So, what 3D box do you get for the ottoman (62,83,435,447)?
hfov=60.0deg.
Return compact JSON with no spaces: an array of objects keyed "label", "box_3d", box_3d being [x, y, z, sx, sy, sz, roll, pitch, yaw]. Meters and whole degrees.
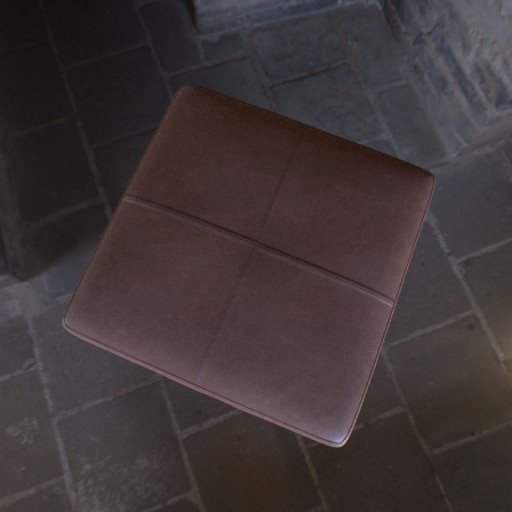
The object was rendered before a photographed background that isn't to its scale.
[{"label":"ottoman","box_3d":[0.000,0.000,1.879,1.168,0.490,1.168,22,77,5]}]
